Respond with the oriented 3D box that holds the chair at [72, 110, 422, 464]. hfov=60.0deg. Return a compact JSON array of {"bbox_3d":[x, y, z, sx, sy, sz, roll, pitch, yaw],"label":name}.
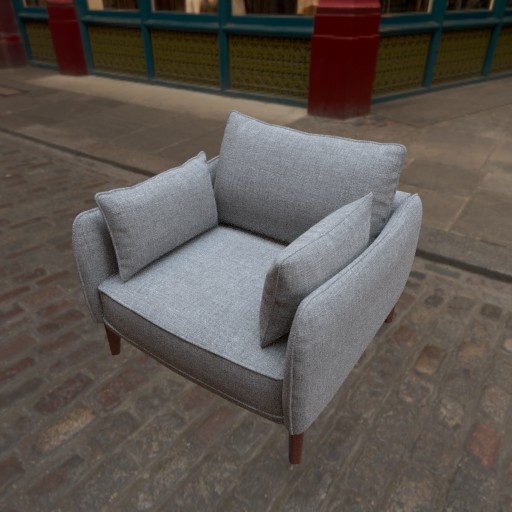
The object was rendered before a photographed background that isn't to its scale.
[{"bbox_3d":[0.000,0.000,1.704,0.993,0.839,0.976,20,37,29],"label":"chair"}]
